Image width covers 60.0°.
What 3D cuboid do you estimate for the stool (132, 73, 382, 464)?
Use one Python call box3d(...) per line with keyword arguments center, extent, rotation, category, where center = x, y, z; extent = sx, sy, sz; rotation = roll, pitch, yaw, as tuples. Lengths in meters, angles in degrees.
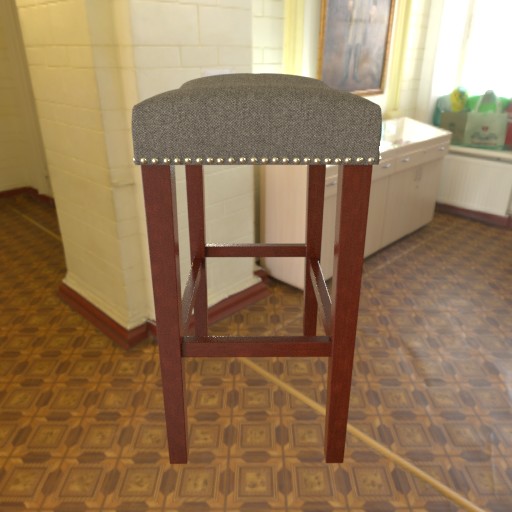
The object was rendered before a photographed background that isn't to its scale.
box3d(center=(0.000, 0.000, 0.992), extent=(0.372, 0.742, 0.504), rotation=(0, 25, 0), category="stool")
